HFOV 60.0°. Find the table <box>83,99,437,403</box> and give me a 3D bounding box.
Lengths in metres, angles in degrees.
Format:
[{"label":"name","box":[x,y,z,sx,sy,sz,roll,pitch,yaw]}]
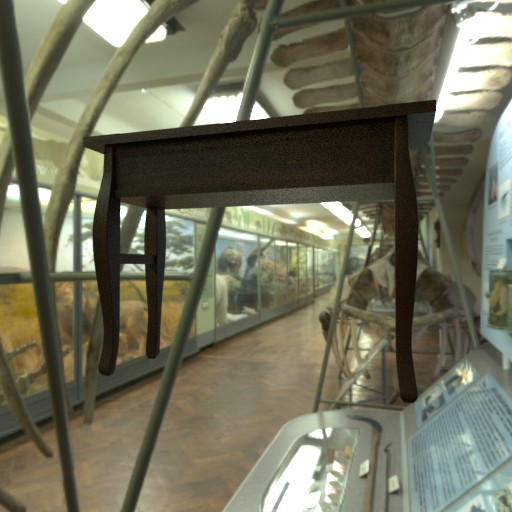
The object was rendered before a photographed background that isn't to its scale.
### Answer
[{"label":"table","box":[0.000,0.000,1.431,1.062,0.768,0.373,0,-1,18]}]
